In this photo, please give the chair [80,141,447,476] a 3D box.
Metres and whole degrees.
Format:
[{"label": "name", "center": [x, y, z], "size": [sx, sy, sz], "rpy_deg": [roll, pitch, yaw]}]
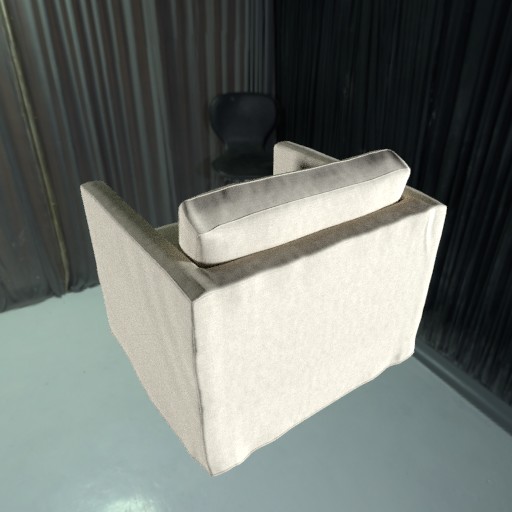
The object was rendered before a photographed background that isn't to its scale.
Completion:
[{"label": "chair", "center": [0.000, 0.000, 1.764], "size": [1.057, 0.867, 0.949], "rpy_deg": [-20, 36, -30]}]
